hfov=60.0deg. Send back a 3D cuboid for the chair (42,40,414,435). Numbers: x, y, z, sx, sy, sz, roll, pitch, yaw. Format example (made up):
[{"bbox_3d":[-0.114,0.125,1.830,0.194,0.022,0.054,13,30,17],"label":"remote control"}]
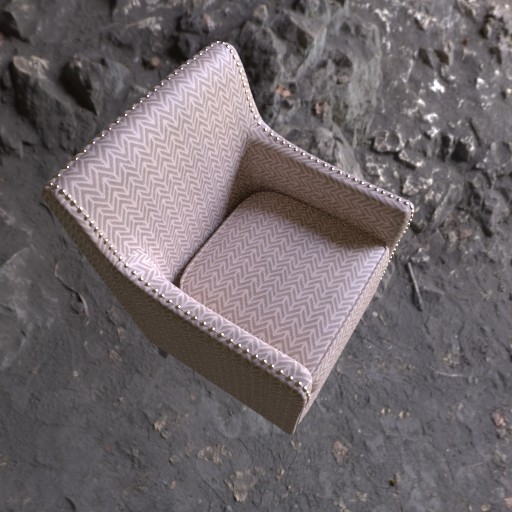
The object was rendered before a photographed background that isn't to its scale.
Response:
[{"bbox_3d":[0.000,0.000,1.253,0.651,0.816,0.623,29,62,17],"label":"chair"}]
